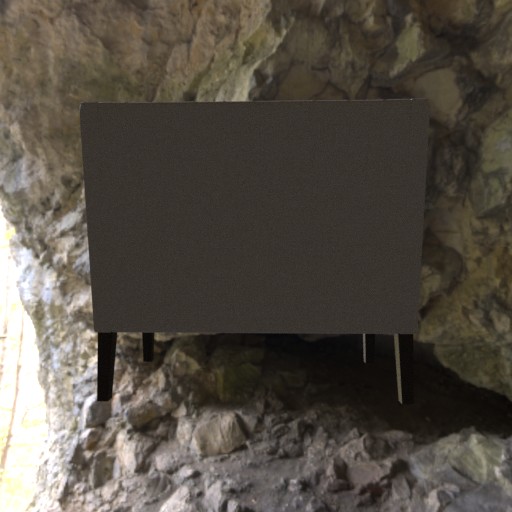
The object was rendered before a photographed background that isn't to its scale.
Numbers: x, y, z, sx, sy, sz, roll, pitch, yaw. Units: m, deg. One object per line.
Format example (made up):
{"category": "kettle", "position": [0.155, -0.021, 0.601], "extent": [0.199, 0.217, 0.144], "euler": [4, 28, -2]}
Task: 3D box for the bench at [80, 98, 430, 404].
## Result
{"category": "bench", "position": [0.000, 0.000, 2.004], "extent": [1.280, 1.123, 0.847], "euler": [0, 0, 2]}
